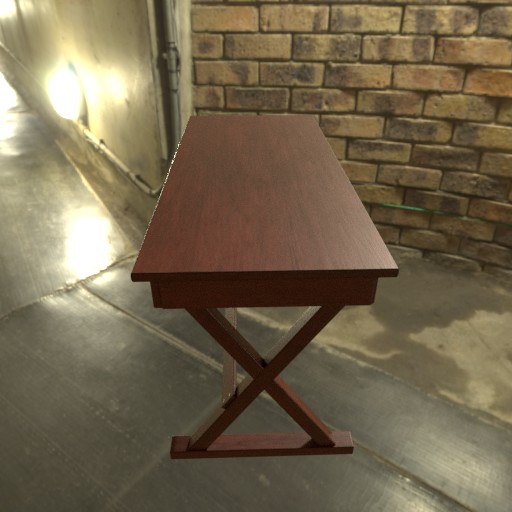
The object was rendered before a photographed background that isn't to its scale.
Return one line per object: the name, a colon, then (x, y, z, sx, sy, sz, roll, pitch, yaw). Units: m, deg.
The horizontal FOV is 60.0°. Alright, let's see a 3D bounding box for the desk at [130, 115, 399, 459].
desk: (0.000, 0.000, 1.766, 0.600, 0.761, 1.372, -1, 31, -2)
